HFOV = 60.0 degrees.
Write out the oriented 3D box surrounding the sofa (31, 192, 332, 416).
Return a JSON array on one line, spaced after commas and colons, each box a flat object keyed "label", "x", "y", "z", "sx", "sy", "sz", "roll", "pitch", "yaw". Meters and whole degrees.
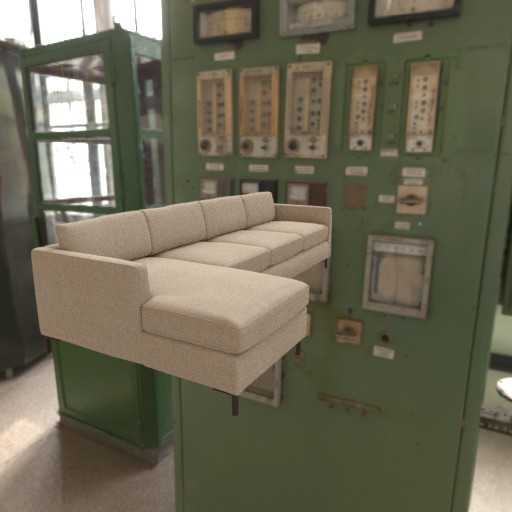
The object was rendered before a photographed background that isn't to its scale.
[{"label": "sofa", "x": 0.000, "y": 0.000, "z": 3.524, "sx": 1.469, "sy": 0.816, "sz": 2.923, "roll": 7, "pitch": 15, "yaw": 28}]
